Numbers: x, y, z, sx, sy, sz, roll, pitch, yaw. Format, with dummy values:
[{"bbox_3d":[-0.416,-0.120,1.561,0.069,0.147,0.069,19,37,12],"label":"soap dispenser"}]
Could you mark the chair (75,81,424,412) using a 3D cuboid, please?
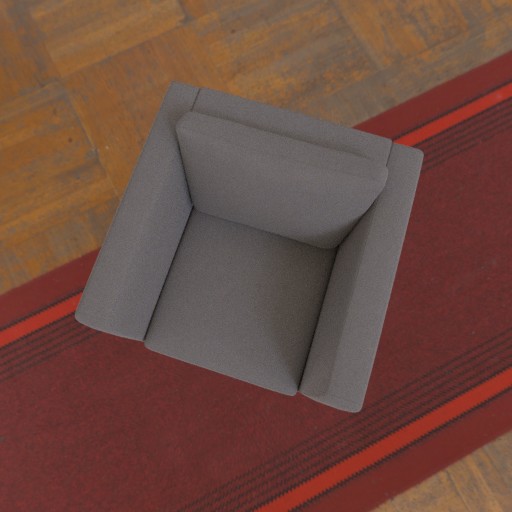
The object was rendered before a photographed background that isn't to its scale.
[{"bbox_3d":[0.000,0.000,1.737,1.000,0.860,0.930,17,77,4],"label":"chair"}]
